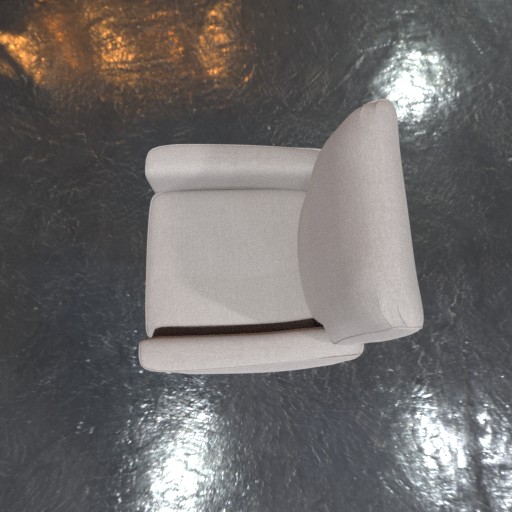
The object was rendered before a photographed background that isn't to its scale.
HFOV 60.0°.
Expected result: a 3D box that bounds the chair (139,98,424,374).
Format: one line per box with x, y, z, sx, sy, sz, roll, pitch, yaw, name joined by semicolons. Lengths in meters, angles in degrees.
0.000;0.000;1.665;0.859;1.023;0.845;-2;74;-1;chair
